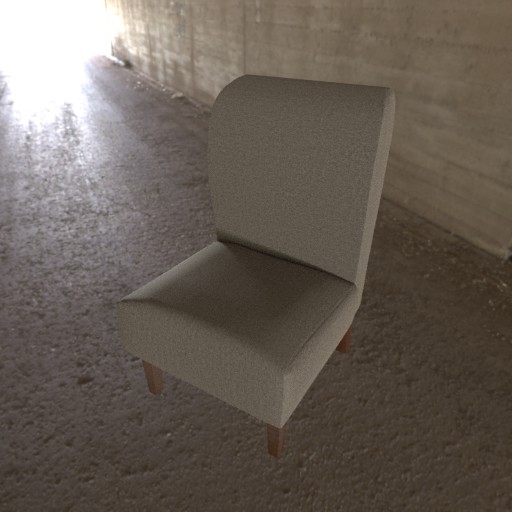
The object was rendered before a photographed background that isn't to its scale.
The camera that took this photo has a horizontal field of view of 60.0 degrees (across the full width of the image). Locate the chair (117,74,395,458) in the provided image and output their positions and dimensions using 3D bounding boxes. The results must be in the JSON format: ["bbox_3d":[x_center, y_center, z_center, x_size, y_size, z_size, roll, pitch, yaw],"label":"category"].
[{"bbox_3d":[0.000,0.000,1.173,0.513,0.804,0.592,17,34,26],"label":"chair"}]
